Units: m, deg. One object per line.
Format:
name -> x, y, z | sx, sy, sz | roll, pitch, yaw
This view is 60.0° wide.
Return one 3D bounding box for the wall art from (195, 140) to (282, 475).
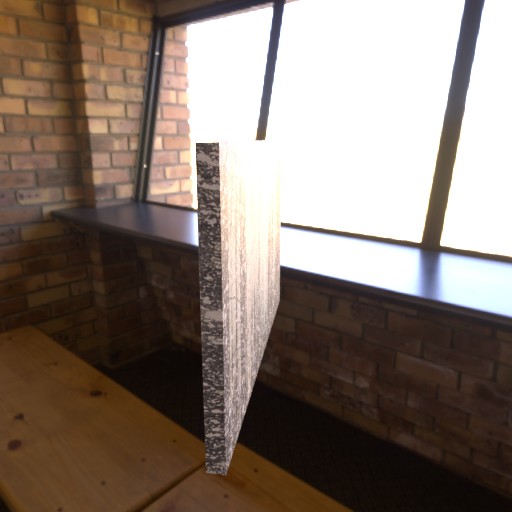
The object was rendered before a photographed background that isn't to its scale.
wall art -> 0.000, 0.000, 1.186 | 0.038, 0.598, 0.919 | 2, 15, 9
